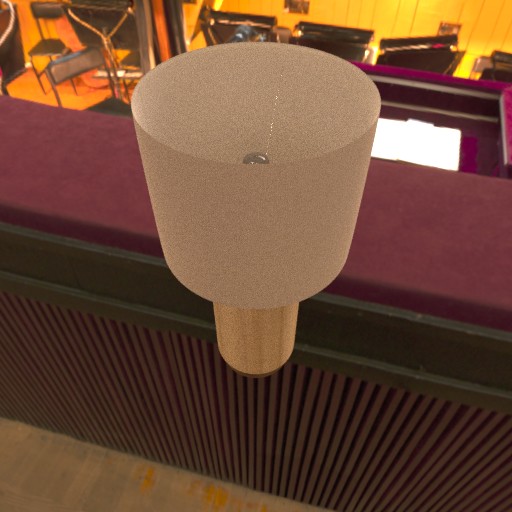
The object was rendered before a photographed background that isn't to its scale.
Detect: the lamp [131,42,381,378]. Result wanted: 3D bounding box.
[{"bbox_3d":[0.000,0.000,0.570,0.228,0.444,0.228,12,48,11],"label":"lamp"}]
